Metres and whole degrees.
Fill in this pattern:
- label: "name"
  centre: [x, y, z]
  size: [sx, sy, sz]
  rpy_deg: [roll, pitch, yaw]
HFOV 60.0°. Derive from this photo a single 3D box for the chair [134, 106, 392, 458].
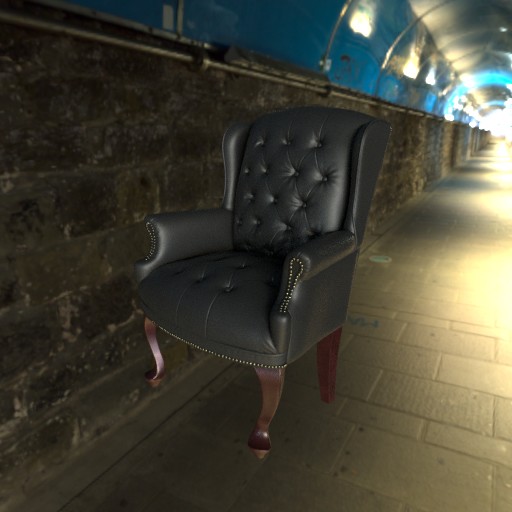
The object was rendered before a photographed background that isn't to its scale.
- label: "chair"
  centre: [0.000, 0.000, 1.703]
  size: [0.838, 1.111, 0.762]
  rpy_deg: [15, 21, 41]
